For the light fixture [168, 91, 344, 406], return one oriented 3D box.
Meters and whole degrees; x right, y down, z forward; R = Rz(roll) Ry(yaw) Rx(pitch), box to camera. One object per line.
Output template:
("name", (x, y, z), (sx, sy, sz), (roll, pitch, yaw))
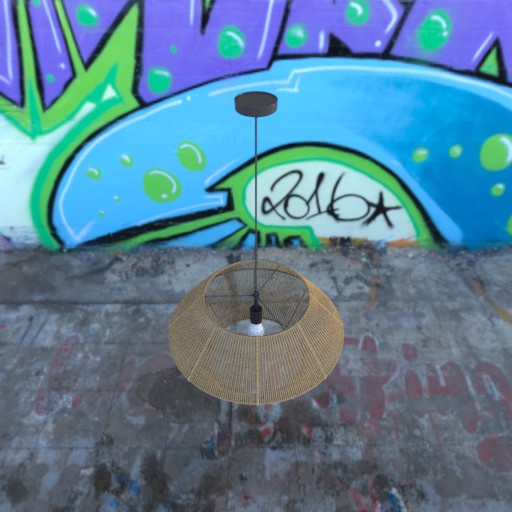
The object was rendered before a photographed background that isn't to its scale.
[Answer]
("light fixture", (0.000, 0.000, 1.411), (0.643, 1.009, 0.643), (0, 40, 0))
